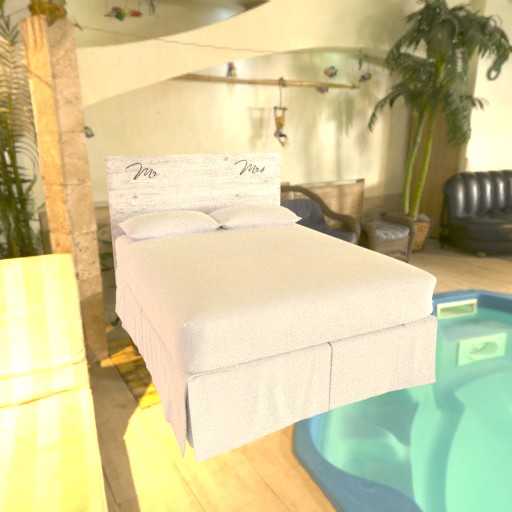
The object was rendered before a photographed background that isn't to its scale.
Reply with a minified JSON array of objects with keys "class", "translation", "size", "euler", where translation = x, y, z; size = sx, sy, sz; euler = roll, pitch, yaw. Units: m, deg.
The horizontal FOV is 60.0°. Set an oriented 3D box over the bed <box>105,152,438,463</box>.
[{"class":"bed","translation":[0.000,0.000,3.179],"size":[1.745,1.335,2.094],"euler":[-8,18,-25]}]
